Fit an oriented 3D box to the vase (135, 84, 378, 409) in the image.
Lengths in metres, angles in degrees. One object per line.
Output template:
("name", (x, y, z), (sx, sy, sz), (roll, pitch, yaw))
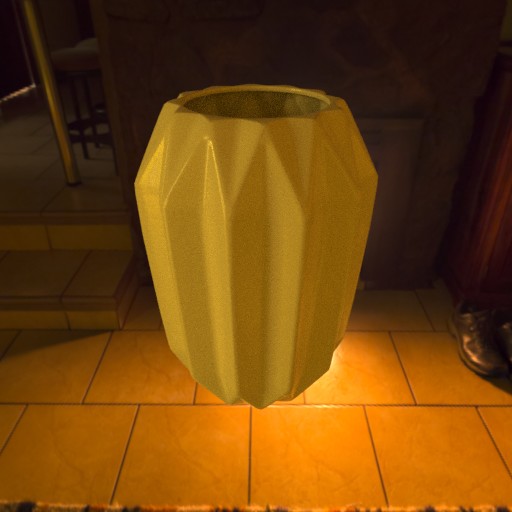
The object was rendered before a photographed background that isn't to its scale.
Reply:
("vase", (0.000, 0.000, 0.404), (0.195, 0.275, 0.195), (0, 31, 0))
